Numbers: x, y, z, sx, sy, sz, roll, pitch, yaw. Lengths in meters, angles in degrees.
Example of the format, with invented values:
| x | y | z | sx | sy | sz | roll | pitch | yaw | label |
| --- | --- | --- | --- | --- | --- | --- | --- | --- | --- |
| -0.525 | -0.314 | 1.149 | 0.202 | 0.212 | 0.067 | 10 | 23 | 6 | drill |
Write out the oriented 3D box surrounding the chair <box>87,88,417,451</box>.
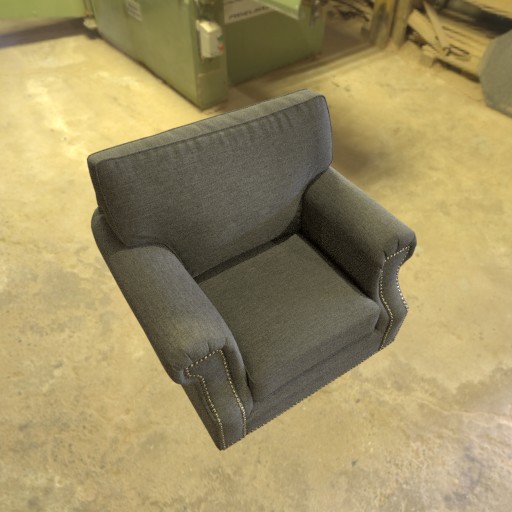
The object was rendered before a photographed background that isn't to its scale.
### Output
| x | y | z | sx | sy | sz | roll | pitch | yaw | label |
| --- | --- | --- | --- | --- | --- | --- | --- | --- | --- |
| 0.000 | 0.000 | 1.832 | 1.092 | 0.961 | 0.965 | -25 | 51 | -22 | chair |
